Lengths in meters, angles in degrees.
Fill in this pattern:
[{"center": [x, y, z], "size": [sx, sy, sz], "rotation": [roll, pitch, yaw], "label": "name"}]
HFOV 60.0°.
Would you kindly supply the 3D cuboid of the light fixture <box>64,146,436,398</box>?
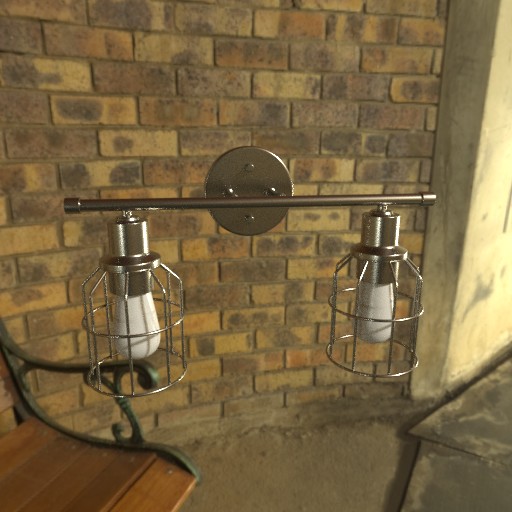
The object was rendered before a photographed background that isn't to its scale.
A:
[{"center": [0.000, 0.000, 0.531], "size": [0.406, 0.254, 0.165], "rotation": [-2, 15, -8], "label": "light fixture"}]
